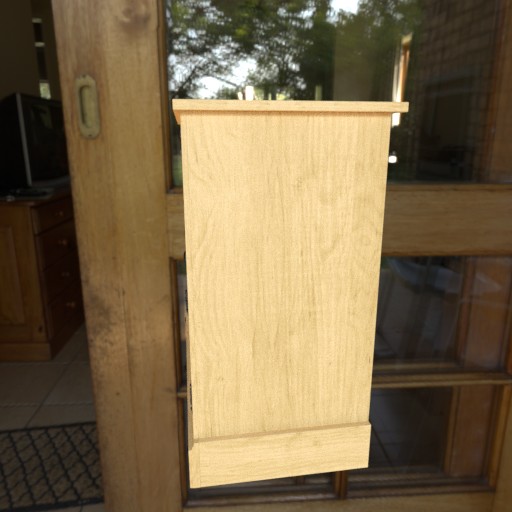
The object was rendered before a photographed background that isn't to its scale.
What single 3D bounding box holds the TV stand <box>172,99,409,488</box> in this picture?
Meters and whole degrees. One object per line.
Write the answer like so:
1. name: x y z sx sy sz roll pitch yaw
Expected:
1. TV stand: 0.000 0.000 1.283 0.430 0.787 0.851 -2 15 -9
